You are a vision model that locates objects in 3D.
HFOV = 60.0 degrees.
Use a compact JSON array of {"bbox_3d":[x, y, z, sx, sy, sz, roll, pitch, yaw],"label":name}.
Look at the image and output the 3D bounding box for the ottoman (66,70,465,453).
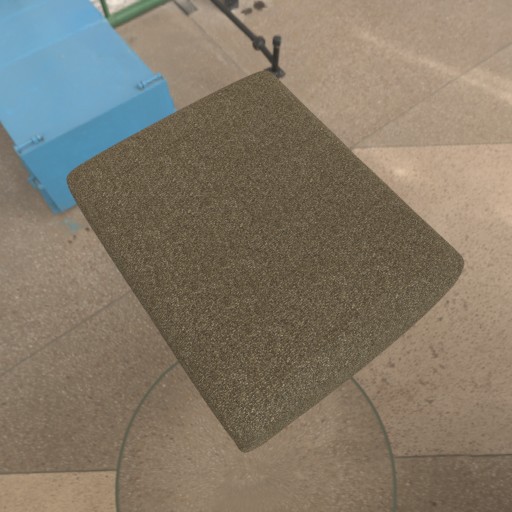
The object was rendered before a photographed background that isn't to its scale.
[{"bbox_3d":[0.000,0.000,1.123,0.598,0.476,0.742,-33,69,-15],"label":"ottoman"}]
